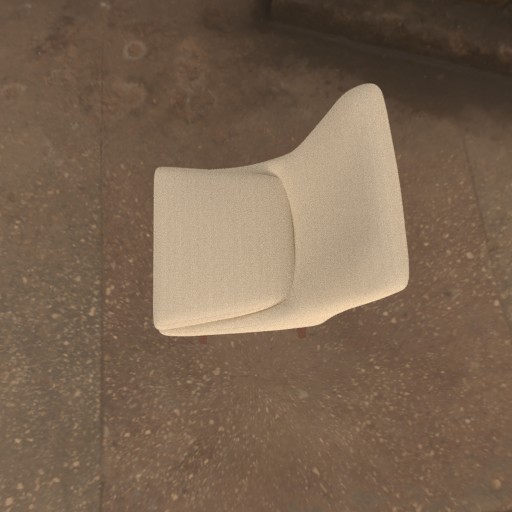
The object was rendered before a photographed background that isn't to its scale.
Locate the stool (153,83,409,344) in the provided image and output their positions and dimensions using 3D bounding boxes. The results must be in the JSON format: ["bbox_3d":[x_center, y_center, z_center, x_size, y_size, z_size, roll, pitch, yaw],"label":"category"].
[{"bbox_3d":[0.000,0.000,1.368,0.559,1.093,0.483,-3,75,-1],"label":"stool"}]
